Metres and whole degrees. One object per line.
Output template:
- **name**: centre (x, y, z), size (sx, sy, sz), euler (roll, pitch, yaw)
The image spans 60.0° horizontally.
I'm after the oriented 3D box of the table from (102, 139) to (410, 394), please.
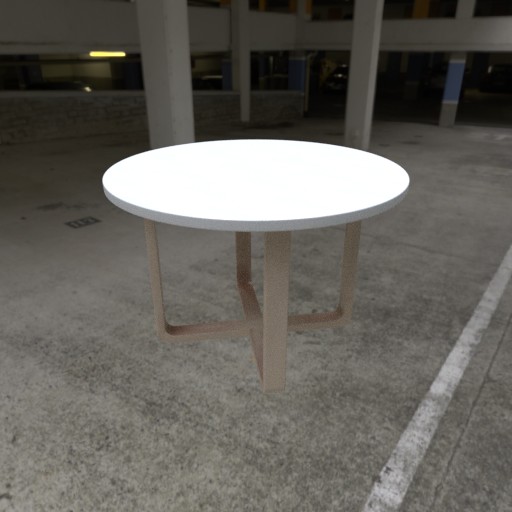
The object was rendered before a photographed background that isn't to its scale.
- **table**: centre (0.000, 0.000, 0.992), size (0.600, 0.400, 0.600), euler (0, 25, 0)
